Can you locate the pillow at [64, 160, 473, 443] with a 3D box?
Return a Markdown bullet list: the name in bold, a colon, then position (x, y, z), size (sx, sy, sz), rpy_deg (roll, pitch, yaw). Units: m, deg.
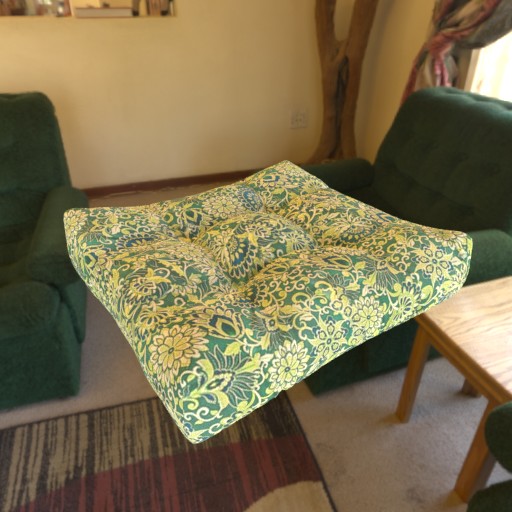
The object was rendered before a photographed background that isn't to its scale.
- **pillow**: position (0.000, 0.000, 0.712), size (0.490, 0.128, 0.468), rpy_deg (-20, 36, -29)
